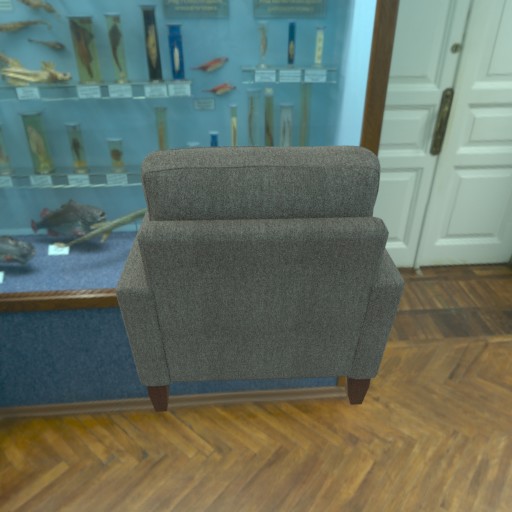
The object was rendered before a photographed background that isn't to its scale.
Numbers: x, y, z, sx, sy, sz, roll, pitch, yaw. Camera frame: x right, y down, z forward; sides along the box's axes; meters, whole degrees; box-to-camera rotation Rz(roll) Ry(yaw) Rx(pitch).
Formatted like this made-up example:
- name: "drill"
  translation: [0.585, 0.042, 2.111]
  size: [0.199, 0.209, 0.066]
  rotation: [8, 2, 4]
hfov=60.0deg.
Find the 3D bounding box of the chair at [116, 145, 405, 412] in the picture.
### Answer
- name: "chair"
  translation: [0.000, 0.000, 1.698]
  size: [0.855, 0.993, 0.897]
  rotation: [-1, 30, -2]
